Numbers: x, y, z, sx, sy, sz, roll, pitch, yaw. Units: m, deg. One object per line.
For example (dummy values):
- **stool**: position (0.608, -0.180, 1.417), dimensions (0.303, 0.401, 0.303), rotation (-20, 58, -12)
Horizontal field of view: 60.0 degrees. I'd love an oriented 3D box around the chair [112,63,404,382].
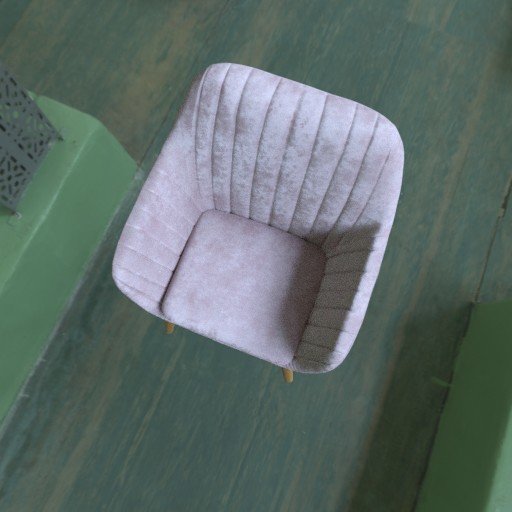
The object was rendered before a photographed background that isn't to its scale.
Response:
- **chair**: position (0.000, 0.000, 1.256), dimensions (0.610, 0.832, 0.570), rotation (21, 76, 6)
